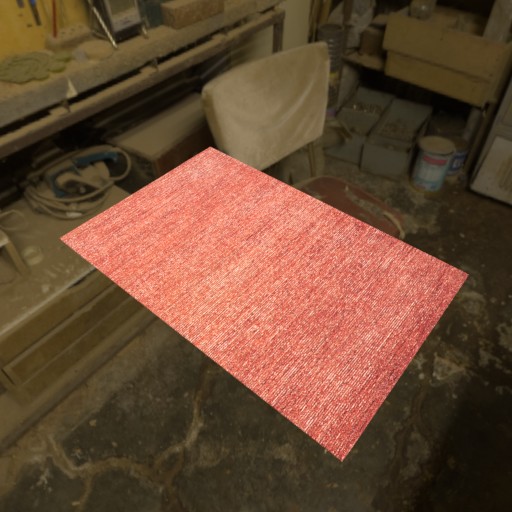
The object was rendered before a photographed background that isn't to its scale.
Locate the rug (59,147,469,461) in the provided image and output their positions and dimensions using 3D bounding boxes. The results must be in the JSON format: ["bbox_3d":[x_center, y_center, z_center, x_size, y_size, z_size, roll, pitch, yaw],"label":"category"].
[{"bbox_3d":[0.000,0.000,2.241,1.747,0.011,1.139,31,54,26],"label":"rug"}]
